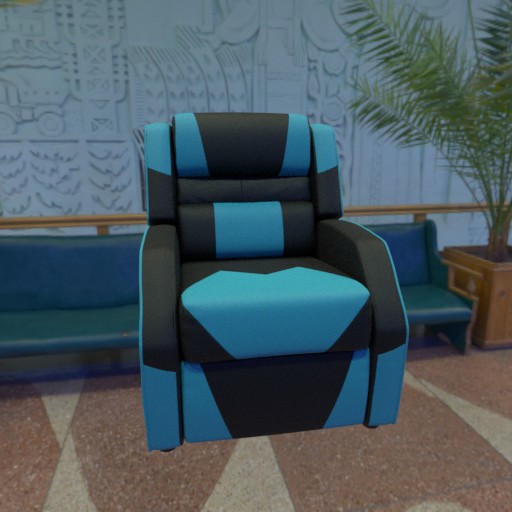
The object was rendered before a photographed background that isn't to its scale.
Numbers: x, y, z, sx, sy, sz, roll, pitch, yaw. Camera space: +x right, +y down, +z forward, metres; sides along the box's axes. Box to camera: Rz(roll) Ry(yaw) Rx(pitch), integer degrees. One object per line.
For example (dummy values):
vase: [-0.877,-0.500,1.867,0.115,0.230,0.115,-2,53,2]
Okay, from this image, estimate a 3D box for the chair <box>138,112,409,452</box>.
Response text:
chair: [0.000,0.000,1.257,0.620,0.805,0.672,-3,15,-9]
